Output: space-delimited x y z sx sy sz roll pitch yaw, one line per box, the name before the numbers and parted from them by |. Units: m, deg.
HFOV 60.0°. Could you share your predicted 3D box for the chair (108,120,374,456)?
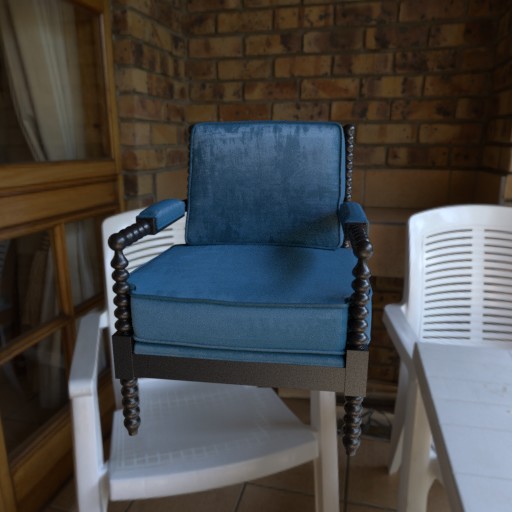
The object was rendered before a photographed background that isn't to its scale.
chair | 0.000 0.000 1.427 0.688 0.857 0.805 2 15 8
